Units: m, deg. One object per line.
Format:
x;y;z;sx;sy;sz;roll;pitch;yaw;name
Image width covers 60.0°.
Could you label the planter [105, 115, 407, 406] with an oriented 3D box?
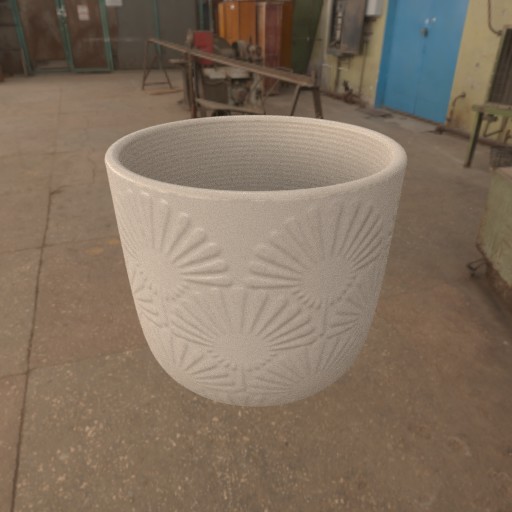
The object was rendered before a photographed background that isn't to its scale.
0.000;0.000;0.214;0.124;0.109;0.124;0;29;0;planter
